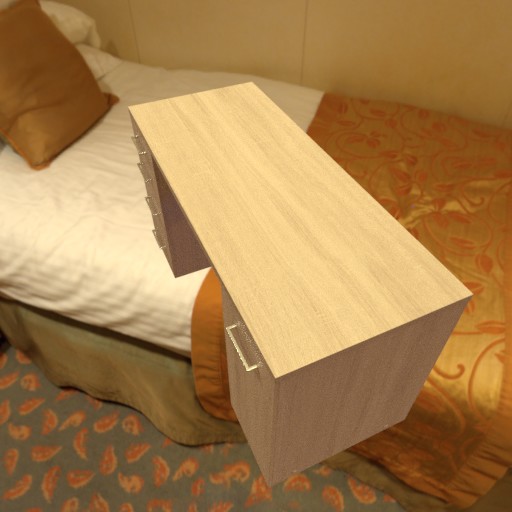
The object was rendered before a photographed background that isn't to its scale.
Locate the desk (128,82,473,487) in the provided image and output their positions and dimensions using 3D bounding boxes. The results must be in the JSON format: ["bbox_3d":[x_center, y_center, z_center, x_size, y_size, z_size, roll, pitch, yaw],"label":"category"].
[{"bbox_3d":[0.000,0.000,1.761,0.600,0.740,1.390,-18,48,-17],"label":"desk"}]
